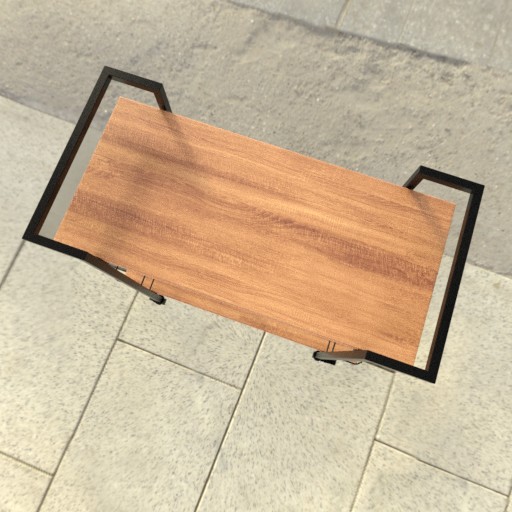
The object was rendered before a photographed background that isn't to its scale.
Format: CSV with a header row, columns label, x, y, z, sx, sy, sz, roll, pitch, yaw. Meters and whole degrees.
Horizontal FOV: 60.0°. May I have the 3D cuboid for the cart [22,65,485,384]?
label,x,y,z,sx,sy,sz,roll,pitch,yaw
cart,0.000,0.000,1.223,0.806,0.762,0.406,19,78,4
